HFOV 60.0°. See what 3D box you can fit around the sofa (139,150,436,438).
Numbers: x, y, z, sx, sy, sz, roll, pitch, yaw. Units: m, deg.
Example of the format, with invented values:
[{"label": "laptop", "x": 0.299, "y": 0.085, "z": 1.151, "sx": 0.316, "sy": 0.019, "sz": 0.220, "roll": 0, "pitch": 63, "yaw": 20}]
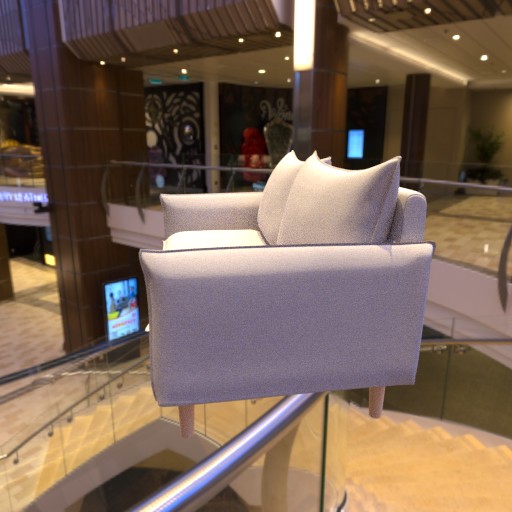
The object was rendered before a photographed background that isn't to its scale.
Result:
[{"label": "sofa", "x": 0.000, "y": 0.000, "z": 1.817, "sx": 0.820, "sy": 0.840, "sz": 1.300, "roll": -2, "pitch": 15, "yaw": -9}]
